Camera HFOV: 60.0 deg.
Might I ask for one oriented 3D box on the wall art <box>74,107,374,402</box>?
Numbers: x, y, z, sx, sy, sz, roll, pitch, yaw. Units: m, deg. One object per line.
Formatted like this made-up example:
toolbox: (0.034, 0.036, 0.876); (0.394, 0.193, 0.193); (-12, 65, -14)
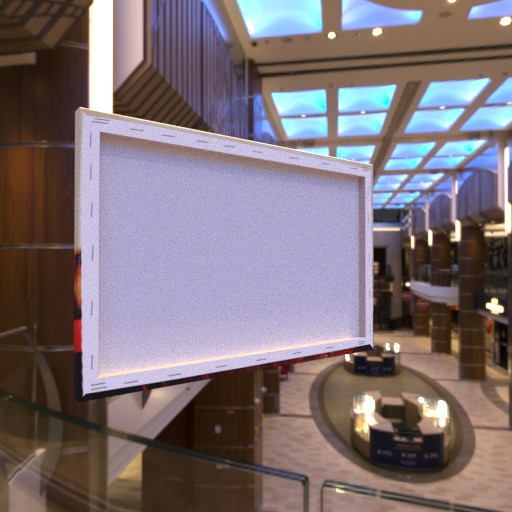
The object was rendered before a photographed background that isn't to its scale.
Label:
wall art: (0.000, 0.000, 1.185); (0.918, 0.602, 0.038); (1, -1, -36)
